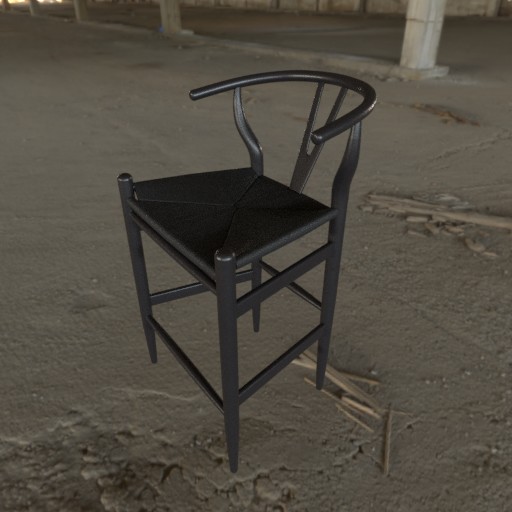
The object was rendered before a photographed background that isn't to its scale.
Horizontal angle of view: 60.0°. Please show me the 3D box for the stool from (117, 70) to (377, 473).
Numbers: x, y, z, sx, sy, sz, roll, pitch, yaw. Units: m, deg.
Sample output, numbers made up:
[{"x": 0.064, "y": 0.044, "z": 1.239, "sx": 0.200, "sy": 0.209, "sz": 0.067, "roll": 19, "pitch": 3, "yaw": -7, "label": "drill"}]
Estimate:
[{"x": 0.000, "y": 0.000, "z": 1.324, "sx": 0.579, "sy": 0.970, "sz": 0.569, "roll": -21, "pitch": 37, "yaw": -30, "label": "stool"}]
